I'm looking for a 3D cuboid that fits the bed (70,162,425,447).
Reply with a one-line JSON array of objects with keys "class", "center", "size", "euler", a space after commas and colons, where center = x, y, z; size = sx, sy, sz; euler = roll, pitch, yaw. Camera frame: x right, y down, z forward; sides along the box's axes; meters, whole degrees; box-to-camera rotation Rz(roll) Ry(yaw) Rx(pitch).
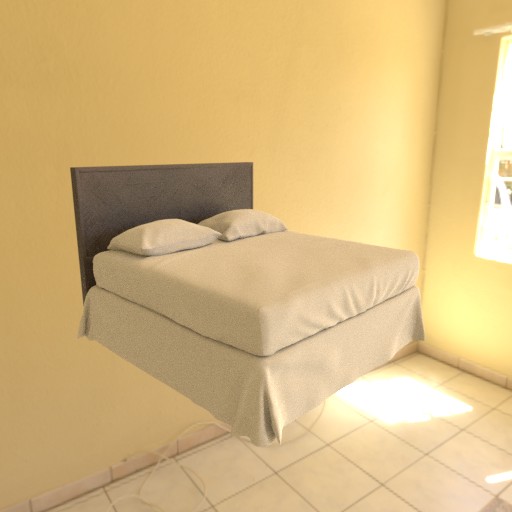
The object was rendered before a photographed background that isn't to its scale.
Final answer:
[{"class": "bed", "center": [0.000, 0.000, 2.920], "size": [1.785, 1.142, 1.772], "euler": [13, 19, 43]}]
